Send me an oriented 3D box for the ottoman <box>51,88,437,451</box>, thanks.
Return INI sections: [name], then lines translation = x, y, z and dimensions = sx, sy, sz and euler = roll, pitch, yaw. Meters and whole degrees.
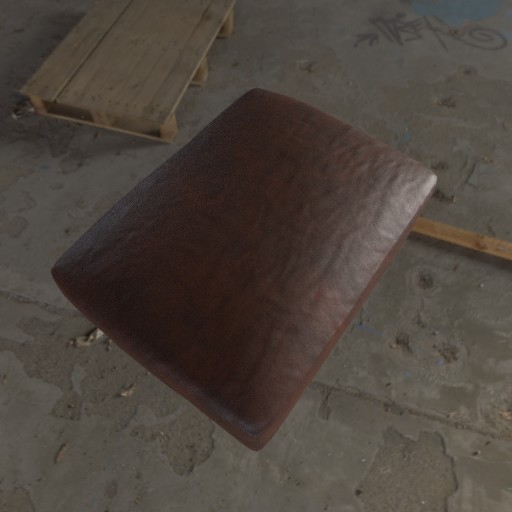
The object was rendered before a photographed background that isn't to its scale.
[ottoman]
translation = 0.000, 0.000, 1.285
dimensions = 0.659, 0.527, 0.887
euler = 32, 64, 18
